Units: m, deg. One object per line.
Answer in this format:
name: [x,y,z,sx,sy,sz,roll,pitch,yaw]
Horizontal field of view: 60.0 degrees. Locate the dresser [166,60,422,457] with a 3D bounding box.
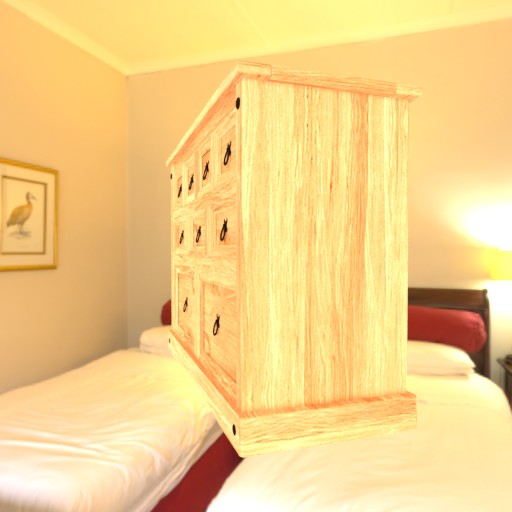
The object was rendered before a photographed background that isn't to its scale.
dresser: [0.000,0.000,1.350,0.410,0.740,0.990,0,1,-19]
